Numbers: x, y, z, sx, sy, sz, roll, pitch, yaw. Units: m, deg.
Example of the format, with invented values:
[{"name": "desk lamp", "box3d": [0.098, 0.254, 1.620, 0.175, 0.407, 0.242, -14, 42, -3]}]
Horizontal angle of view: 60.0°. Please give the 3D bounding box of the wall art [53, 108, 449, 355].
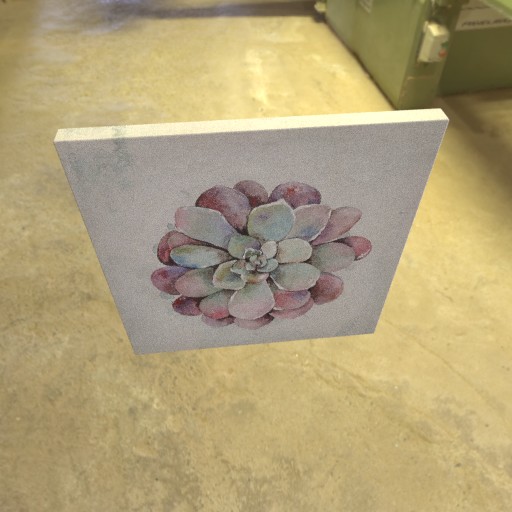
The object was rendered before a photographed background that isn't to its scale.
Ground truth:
[{"name": "wall art", "box3d": [0.000, 0.000, 0.908, 0.605, 0.605, 0.044, -4, 47, -4]}]
